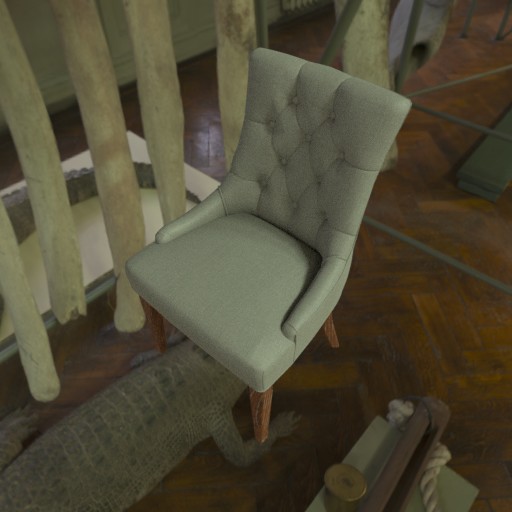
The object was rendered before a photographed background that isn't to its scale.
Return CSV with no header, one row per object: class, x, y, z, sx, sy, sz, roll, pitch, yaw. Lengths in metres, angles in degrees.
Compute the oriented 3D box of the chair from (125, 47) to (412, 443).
chair,0.000,0.000,1.211,0.509,0.874,0.565,33,54,28
